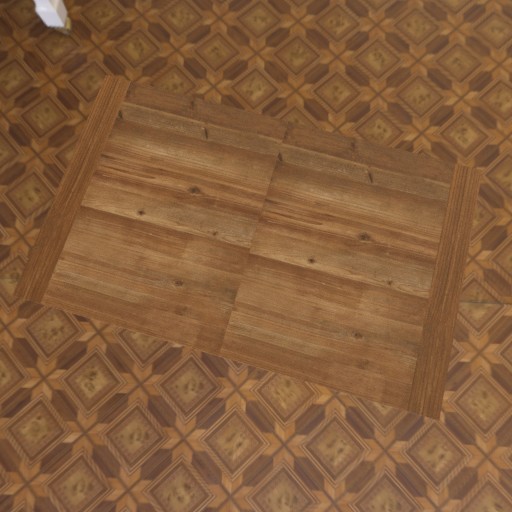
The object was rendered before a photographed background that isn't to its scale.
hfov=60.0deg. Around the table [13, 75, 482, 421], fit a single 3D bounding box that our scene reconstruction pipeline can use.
[{"bbox_3d":[0.000,0.000,1.963,1.503,0.743,0.922,15,76,4],"label":"table"}]
